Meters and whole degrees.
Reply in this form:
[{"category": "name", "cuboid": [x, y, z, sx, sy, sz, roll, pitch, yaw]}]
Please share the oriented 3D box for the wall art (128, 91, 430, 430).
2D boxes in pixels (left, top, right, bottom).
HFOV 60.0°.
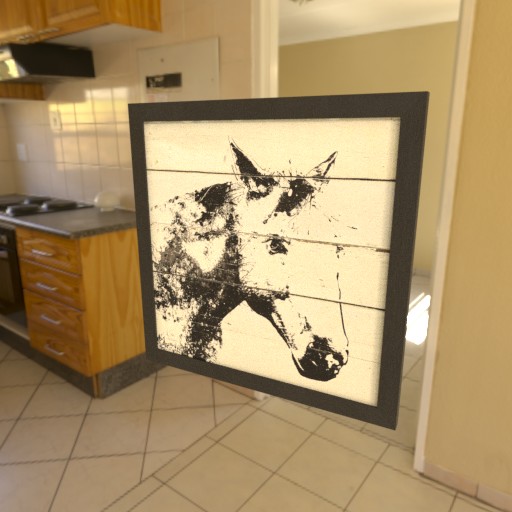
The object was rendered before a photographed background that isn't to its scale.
[{"category": "wall art", "cuboid": [0.000, 0.000, 1.516, 1.016, 1.016, 0.038, 8, 17, 26]}]
